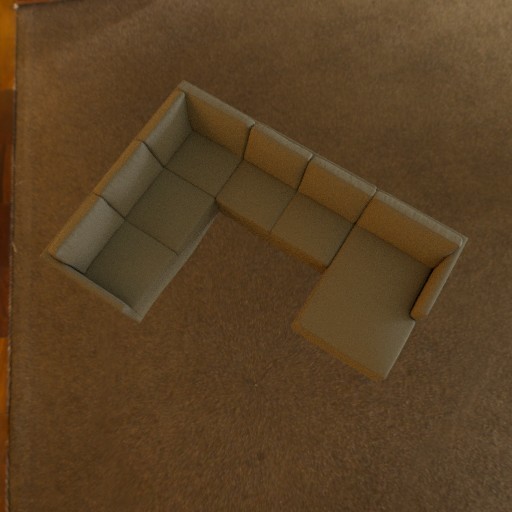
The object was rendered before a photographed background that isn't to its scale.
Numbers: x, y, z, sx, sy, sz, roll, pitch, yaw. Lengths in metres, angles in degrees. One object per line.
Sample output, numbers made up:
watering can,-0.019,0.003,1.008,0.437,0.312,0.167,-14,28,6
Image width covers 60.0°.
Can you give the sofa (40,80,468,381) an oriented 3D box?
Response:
sofa,0.000,0.000,4.553,3.460,0.882,2.427,32,76,9
